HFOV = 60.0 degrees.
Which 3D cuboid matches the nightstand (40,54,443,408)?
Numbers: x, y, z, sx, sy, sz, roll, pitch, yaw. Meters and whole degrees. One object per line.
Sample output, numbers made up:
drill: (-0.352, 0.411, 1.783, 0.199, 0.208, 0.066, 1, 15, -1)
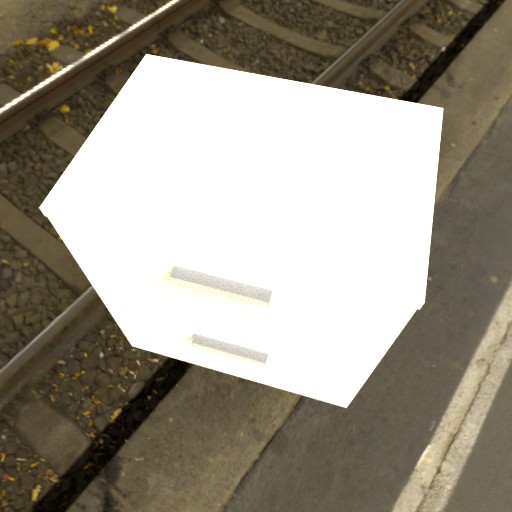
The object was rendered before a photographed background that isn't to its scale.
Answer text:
nightstand: (0.000, 0.000, 0.753, 0.441, 0.460, 0.325, 14, 59, 9)
